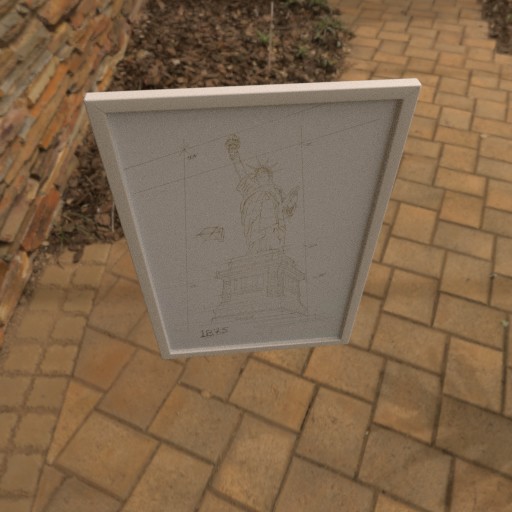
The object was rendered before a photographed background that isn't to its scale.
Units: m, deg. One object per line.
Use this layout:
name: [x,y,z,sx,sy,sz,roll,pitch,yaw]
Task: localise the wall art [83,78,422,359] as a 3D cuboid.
wall art: [0.000,0.000,1.030,0.556,0.813,0.026,-4,47,-4]
